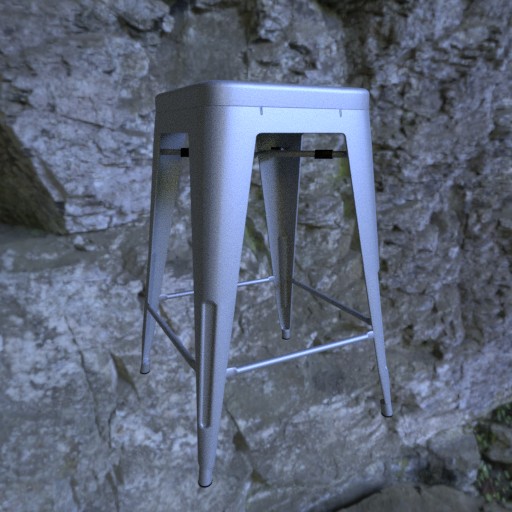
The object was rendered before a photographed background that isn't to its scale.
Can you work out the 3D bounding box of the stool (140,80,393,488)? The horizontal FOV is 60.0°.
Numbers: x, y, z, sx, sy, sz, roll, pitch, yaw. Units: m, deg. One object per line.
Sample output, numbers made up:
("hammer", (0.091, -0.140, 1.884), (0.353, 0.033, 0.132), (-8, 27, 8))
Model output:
("stool", (0.000, 0.000, 0.874), (0.406, 0.610, 0.406), (-8, 17, -27))
